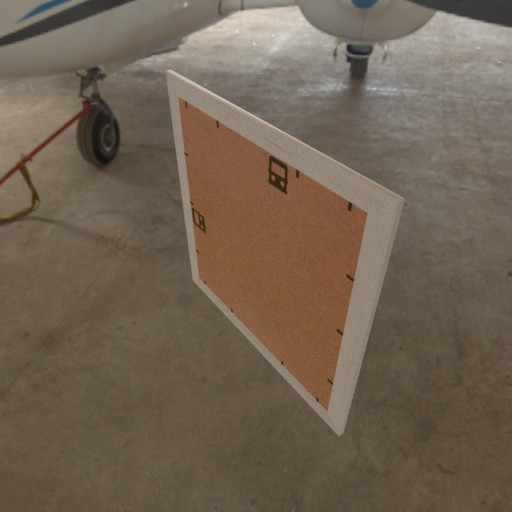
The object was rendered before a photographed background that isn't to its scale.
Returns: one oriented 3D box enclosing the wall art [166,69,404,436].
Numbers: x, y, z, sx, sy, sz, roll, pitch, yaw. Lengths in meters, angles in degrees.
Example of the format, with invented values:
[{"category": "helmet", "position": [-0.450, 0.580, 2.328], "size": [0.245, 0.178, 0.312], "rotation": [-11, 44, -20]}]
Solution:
[{"category": "wall art", "position": [0.000, 0.000, 0.905], "size": [0.013, 0.584, 0.584], "rotation": [-27, 48, -27]}]
